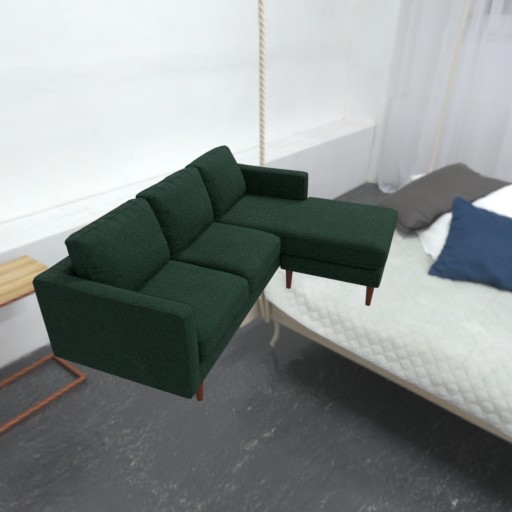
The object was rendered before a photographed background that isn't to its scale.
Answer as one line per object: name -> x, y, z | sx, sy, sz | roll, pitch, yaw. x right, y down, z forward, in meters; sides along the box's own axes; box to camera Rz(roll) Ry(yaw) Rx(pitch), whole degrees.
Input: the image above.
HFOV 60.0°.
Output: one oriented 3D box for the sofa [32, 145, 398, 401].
sofa -> 0.000, 0.000, 2.855 | 1.580, 0.899, 2.030 | 11, 32, 18
